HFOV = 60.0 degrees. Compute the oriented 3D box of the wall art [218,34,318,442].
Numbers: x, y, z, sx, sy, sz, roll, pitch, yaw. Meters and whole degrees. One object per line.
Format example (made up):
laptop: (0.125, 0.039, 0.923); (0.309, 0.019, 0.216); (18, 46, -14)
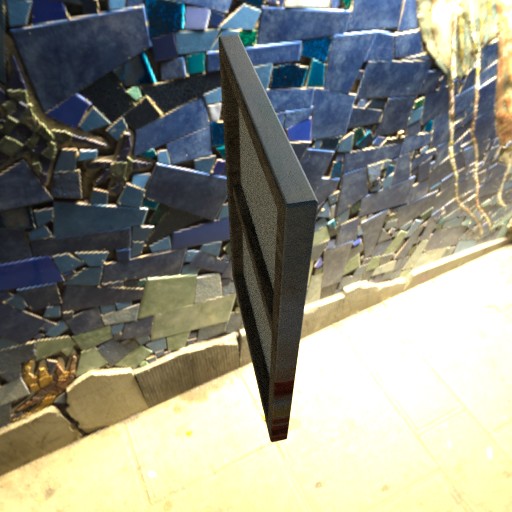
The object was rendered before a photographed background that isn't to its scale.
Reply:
wall art: (0.000, 0.000, 0.802); (0.035, 0.605, 0.443); (-9, 47, -8)
